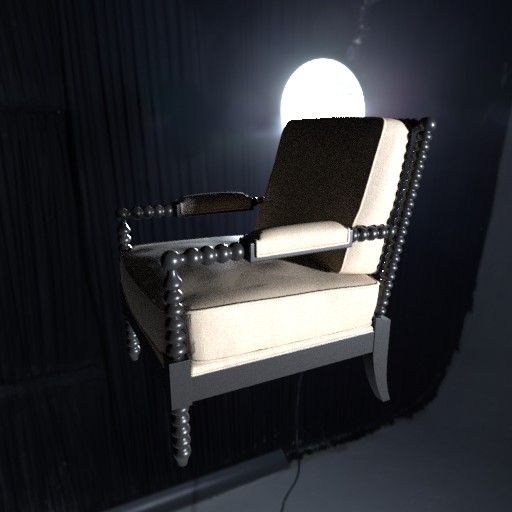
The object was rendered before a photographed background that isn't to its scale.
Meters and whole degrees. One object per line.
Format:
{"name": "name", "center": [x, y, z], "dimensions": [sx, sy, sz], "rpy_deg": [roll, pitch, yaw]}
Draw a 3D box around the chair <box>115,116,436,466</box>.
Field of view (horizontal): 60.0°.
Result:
{"name": "chair", "center": [0.000, 0.000, 1.165], "dimensions": [0.657, 0.703, 0.555], "rpy_deg": [-8, 18, -25]}
